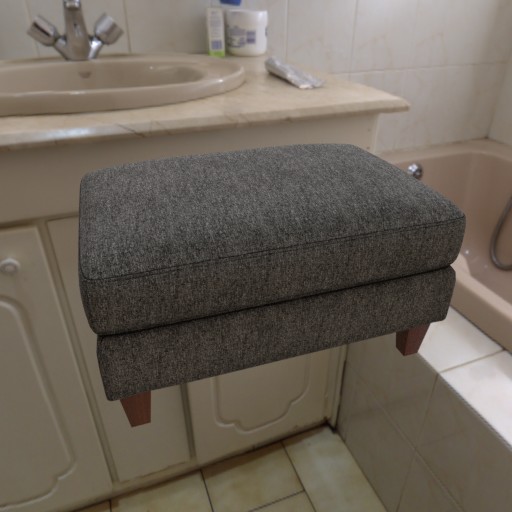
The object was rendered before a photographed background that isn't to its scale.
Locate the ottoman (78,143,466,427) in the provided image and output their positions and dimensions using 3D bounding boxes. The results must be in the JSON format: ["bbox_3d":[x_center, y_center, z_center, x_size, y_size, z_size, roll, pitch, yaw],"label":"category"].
[{"bbox_3d":[0.000,0.000,1.202,0.864,0.483,0.584,-10,32,-16],"label":"ottoman"}]
